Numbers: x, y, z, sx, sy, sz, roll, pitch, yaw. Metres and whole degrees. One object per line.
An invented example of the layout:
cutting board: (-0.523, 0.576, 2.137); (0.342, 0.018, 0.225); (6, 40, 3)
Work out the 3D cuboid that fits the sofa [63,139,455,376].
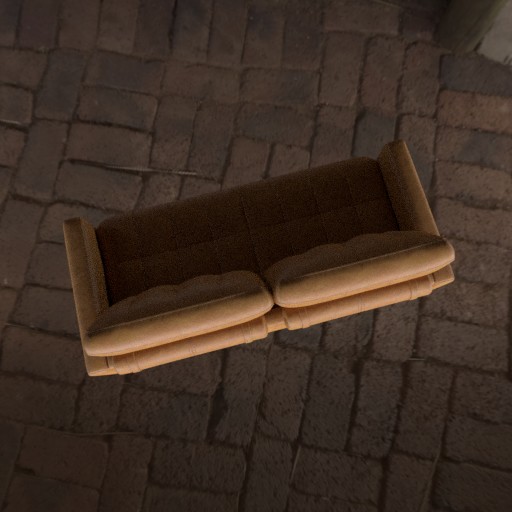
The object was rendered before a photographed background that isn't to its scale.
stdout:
sofa: (0.000, 0.000, 2.288); (1.821, 0.898, 0.850); (-14, 77, -3)
